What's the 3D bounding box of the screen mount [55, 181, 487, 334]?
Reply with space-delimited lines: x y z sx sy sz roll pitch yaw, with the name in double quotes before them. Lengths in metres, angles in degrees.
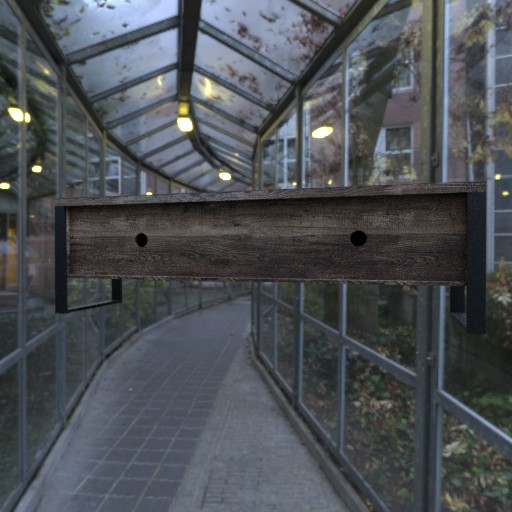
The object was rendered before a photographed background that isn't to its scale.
"screen mount" 0.000 0.000 1.705 1.524 0.450 0.395 0 1 17
